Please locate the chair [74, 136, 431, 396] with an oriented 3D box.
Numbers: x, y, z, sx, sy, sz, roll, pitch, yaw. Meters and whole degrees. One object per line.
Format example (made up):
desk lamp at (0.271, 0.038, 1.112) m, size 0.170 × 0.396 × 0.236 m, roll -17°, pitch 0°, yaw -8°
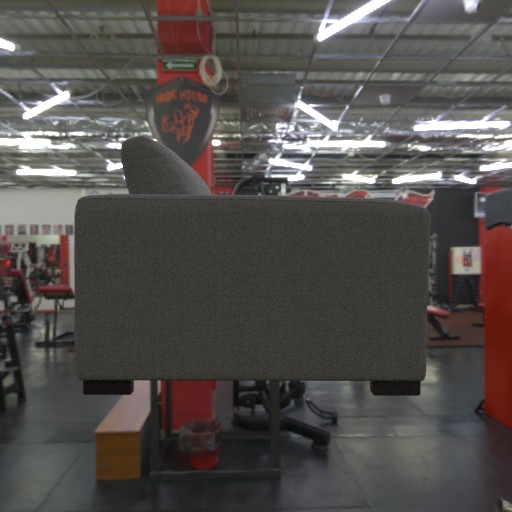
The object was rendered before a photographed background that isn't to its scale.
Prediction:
chair at (0.000, 0.000, 1.868) m, size 1.100 × 0.847 × 1.070 m, roll 0°, pitch 1°, yaw 0°
